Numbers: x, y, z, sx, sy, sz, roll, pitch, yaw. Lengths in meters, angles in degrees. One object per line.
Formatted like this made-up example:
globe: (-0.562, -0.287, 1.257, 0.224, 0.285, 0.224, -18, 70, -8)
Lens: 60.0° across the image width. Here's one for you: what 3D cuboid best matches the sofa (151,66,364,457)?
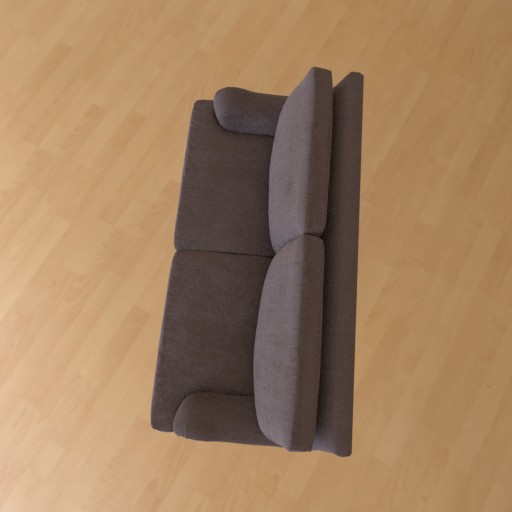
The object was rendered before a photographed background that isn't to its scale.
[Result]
sofa: (0.000, 0.000, 2.766, 1.086, 1.087, 2.165, 5, 76, 1)
